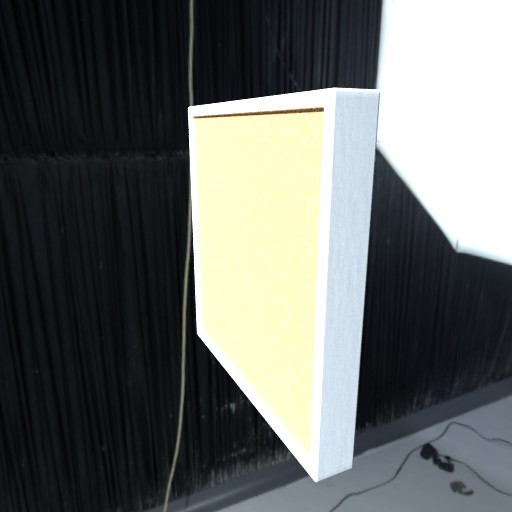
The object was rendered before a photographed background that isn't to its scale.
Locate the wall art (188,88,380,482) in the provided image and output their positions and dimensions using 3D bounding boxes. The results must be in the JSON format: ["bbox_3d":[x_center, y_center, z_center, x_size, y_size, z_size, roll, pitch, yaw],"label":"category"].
[{"bbox_3d":[0.000,0.000,0.461,0.038,0.305,0.305,-8,18,-25],"label":"wall art"}]
